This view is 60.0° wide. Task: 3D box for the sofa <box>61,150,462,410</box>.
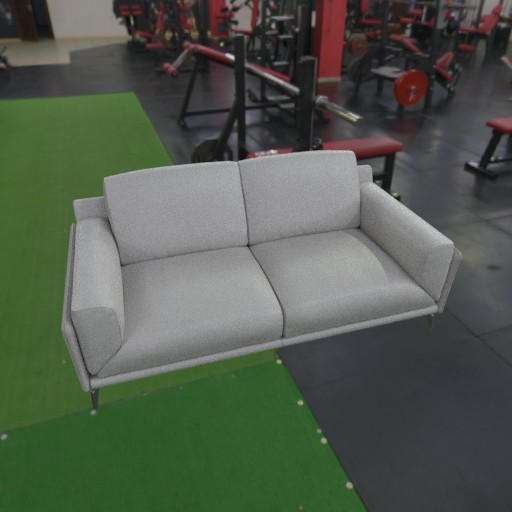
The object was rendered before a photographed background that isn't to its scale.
[{"bbox_3d":[0.000,0.000,2.661,2.101,0.930,1.049,-9,34,-14],"label":"sofa"}]
